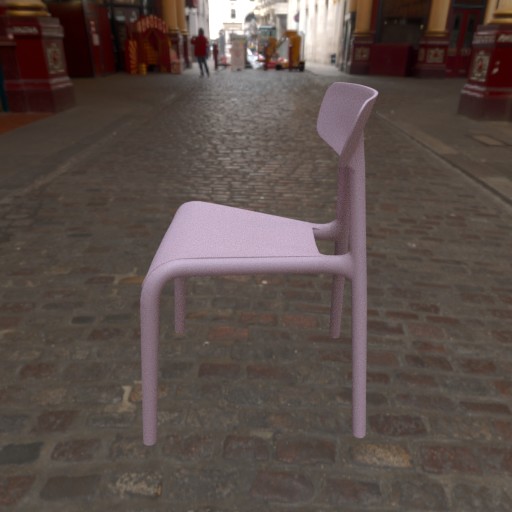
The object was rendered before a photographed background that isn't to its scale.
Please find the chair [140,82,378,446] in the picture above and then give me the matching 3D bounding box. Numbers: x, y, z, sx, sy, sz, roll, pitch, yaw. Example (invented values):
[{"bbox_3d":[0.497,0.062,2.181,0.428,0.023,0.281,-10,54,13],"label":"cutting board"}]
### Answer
[{"bbox_3d":[0.000,0.000,0.816,0.401,0.580,0.356,0,26,0],"label":"chair"}]
